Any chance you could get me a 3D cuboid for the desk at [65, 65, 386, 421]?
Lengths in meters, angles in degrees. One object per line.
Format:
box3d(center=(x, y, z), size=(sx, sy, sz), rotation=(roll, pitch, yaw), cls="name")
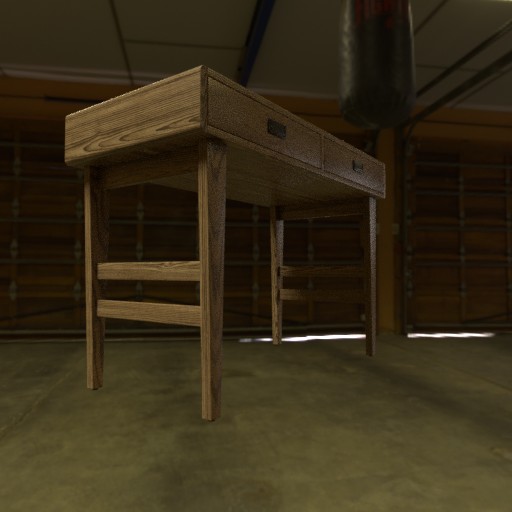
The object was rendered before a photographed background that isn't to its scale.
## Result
box3d(center=(0.000, 0.000, 1.477), size=(0.508, 0.755, 1.067), rotation=(-1, -2, 36), cls="desk")
